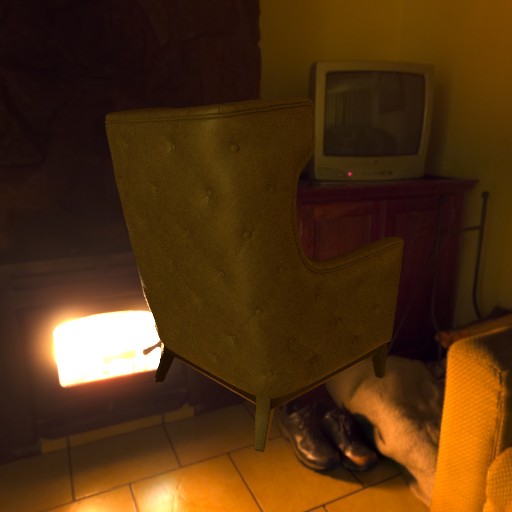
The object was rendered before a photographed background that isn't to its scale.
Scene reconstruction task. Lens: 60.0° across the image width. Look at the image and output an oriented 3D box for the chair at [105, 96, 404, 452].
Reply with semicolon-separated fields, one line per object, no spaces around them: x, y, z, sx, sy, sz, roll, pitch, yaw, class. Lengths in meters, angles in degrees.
0.000;0.000;1.672;0.769;1.079;0.899;14;21;43;chair
